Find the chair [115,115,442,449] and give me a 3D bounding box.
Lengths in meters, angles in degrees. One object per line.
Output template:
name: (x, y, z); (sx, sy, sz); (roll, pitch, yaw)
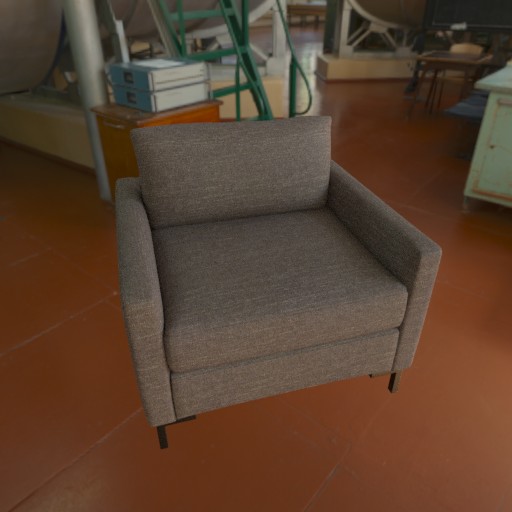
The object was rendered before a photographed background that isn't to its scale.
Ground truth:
chair: (0.000, 0.000, 1.608); (0.940, 0.841, 0.845); (-9, 33, -13)
